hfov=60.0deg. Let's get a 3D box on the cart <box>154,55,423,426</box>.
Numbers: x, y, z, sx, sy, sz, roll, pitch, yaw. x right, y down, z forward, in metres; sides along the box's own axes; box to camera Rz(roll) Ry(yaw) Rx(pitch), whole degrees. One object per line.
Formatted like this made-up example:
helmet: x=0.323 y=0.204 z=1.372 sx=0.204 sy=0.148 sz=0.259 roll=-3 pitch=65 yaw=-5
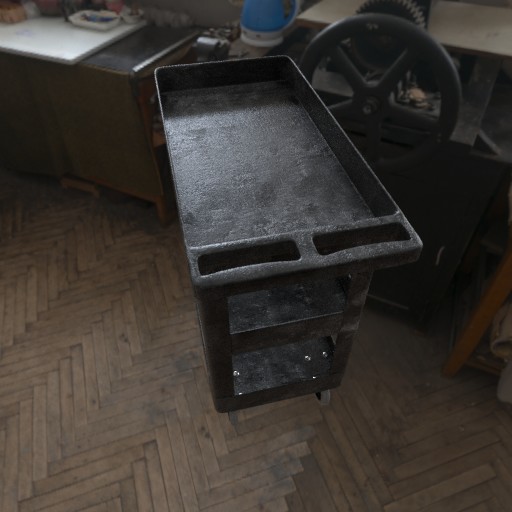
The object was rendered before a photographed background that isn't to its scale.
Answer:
cart: x=0.000 y=0.000 z=1.343 sx=0.420 sy=0.824 sz=0.877 roll=-10 pitch=47 yaw=-9
